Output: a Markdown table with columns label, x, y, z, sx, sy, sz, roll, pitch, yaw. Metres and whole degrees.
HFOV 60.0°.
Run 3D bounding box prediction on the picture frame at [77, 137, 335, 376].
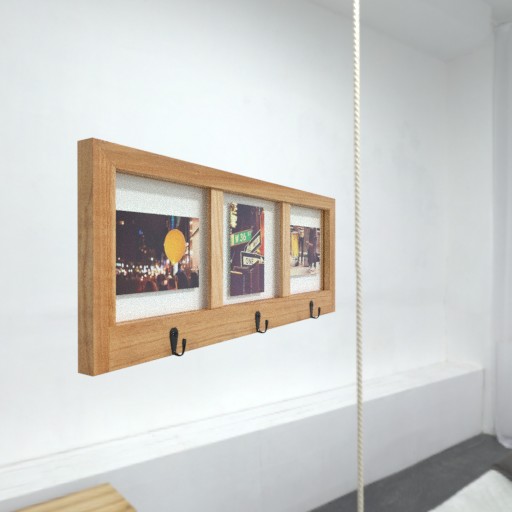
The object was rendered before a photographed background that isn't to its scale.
| label | x | y | z | sx | sy | sz | roll | pitch | yaw |
| --- | --- | --- | --- | --- | --- | --- | --- | --- | --- |
| picture frame | 0.000 | 0.000 | 0.677 | 0.045 | 0.234 | 0.582 | 0 | 0 | 34 |
